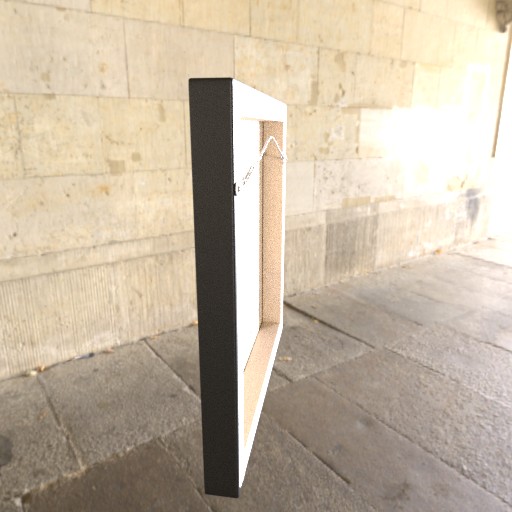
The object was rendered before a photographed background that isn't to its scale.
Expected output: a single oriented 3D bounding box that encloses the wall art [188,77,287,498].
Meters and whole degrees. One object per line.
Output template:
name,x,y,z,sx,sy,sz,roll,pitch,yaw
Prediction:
wall art,0.000,0.000,0.594,0.041,0.407,0.406,3,16,9
